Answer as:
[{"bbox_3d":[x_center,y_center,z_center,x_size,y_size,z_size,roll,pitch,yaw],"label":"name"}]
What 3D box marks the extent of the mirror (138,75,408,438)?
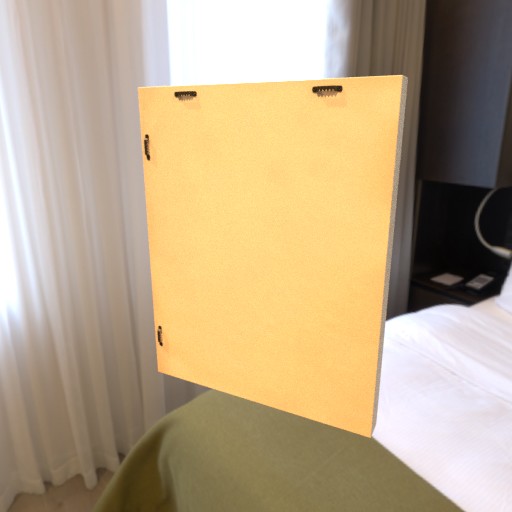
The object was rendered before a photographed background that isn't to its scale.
[{"bbox_3d":[0.000,0.000,0.697,0.406,0.509,0.041,8,19,26],"label":"mirror"}]
